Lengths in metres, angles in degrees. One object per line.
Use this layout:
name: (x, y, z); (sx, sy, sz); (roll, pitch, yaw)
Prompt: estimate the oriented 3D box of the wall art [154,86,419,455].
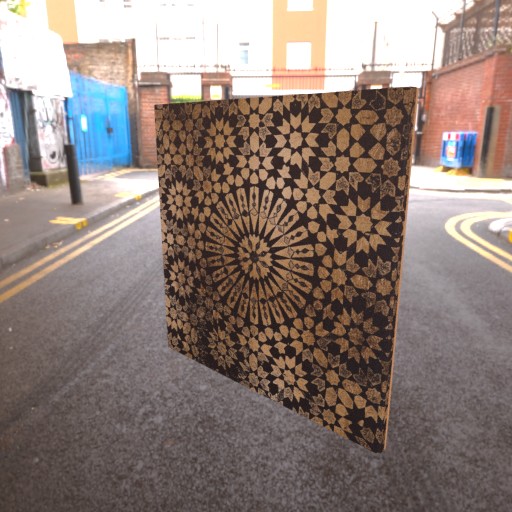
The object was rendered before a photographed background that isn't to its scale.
wall art: (0.000, 0.000, 1.355); (0.914, 0.914, 0.038); (14, 20, 40)
